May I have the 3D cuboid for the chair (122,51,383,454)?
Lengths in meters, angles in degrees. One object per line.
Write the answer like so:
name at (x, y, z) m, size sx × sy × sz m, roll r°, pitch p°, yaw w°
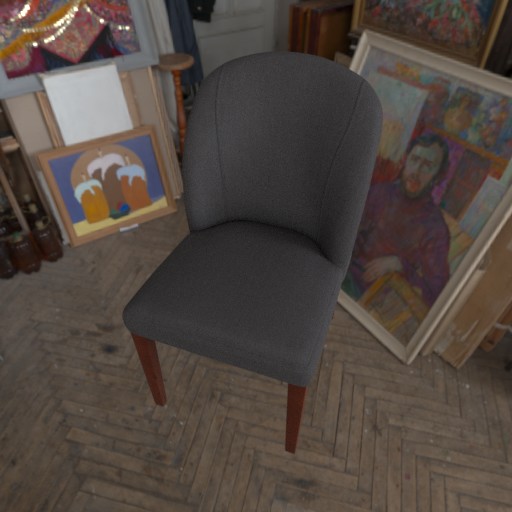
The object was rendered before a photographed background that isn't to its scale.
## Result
chair at (0.000, 0.000, 1.209) m, size 0.506 × 0.879 × 0.619 m, roll 14°, pitch 44°, yaw 15°
